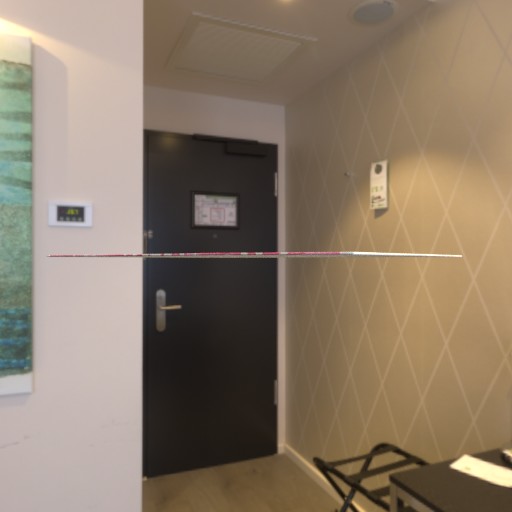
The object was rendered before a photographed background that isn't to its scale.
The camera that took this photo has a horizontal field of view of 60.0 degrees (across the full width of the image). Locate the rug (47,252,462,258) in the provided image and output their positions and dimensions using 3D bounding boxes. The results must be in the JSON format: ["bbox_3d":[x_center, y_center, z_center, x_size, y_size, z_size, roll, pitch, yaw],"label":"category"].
[{"bbox_3d":[0.000,0.000,4.153,3.095,0.016,2.441,0,-1,37],"label":"rug"}]
